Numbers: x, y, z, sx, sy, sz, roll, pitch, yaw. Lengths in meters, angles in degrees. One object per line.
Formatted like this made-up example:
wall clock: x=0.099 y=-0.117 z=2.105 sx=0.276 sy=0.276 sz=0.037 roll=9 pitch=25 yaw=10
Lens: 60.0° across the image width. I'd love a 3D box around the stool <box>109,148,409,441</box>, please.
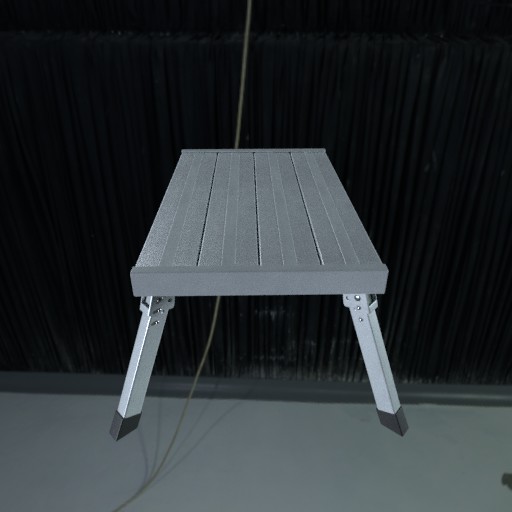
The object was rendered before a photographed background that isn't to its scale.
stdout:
stool: x=0.000 y=0.000 z=0.734 sx=0.385 sy=0.225 sz=0.535 roll=-1 pitch=30 yaw=-1
